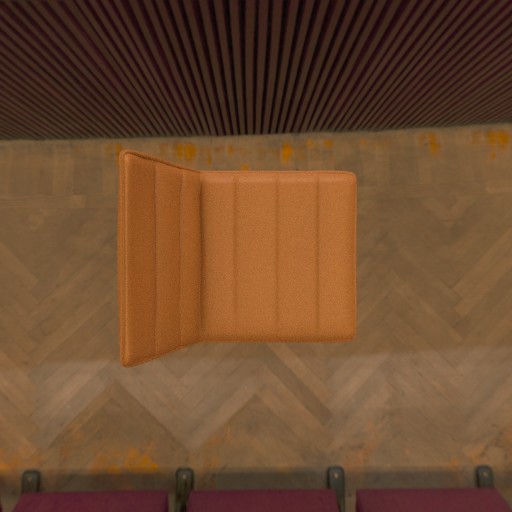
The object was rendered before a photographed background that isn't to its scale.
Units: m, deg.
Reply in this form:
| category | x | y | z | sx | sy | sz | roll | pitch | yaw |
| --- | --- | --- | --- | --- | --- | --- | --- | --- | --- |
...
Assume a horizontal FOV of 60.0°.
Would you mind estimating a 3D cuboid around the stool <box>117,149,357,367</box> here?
| category | x | y | z | sx | sy | sz | roll | pitch | yaw |
| --- | --- | --- | --- | --- | --- | --- | --- | --- | --- |
| stool | 0.000 | 0.000 | 1.199 | 0.524 | 0.866 | 0.489 | 0 | 91 | -1 |
